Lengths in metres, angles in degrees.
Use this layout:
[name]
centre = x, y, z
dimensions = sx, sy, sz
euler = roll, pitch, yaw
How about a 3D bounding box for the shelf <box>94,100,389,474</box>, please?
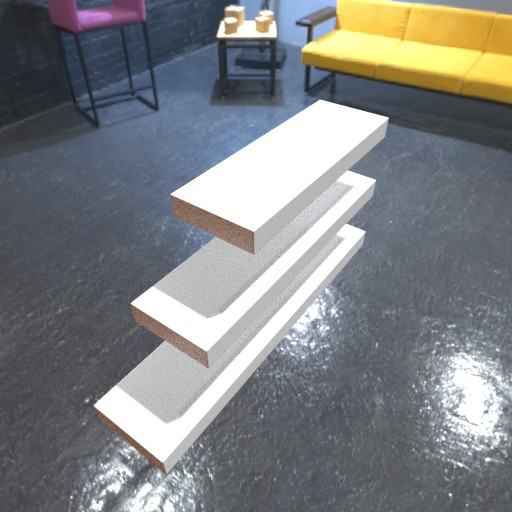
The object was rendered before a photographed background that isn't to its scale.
[shelf]
centre = 0.000, 0.000, 0.726
dimensions = 0.140, 0.293, 0.610
euler = 25, 47, 26
